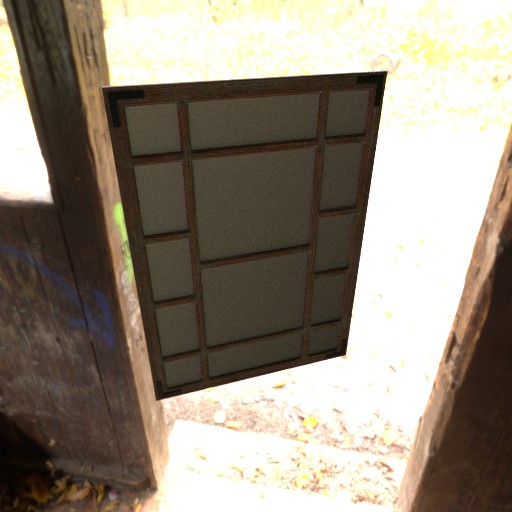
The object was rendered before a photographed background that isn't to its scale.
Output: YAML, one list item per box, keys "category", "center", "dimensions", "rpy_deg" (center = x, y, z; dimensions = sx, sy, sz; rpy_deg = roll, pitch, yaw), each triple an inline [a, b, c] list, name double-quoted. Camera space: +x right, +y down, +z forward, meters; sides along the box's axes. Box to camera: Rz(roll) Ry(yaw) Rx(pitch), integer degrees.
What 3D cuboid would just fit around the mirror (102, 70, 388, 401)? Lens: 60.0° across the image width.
- category: "mirror"
  center: [0.000, 0.000, 1.315]
  dimensions: [0.705, 0.996, 0.025]
  rpy_deg: [-9, 33, -15]
